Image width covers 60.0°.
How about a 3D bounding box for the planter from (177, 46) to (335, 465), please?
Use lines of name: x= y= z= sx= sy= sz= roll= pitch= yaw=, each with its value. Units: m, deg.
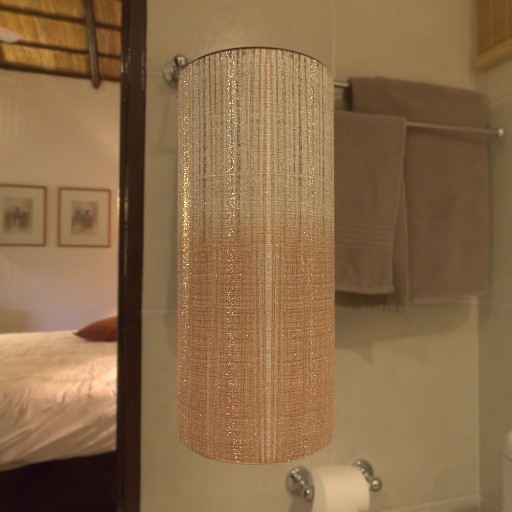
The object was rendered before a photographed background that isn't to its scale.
planter: x=0.000 y=0.000 z=0.287 sx=0.100 sy=0.227 sz=0.100 roll=-1 pitch=-1 yaw=36
